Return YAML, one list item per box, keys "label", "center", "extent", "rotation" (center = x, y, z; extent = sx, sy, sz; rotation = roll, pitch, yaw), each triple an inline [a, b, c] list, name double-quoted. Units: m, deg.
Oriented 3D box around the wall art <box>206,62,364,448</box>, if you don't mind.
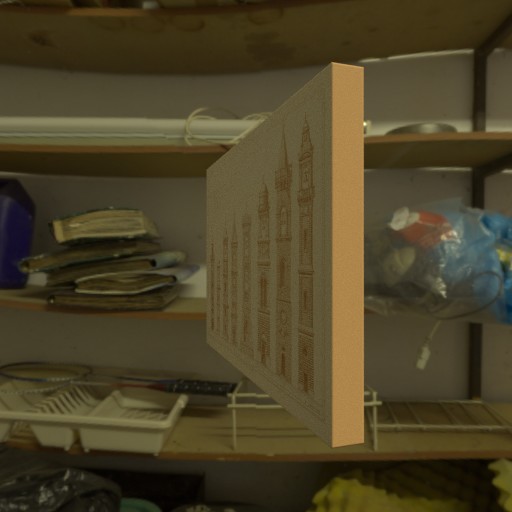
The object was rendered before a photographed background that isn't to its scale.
- label: "wall art"
  center: [0.000, 0.000, 0.762]
  extent: [0.039, 0.407, 0.609]
  rotation: [0, 0, -19]
